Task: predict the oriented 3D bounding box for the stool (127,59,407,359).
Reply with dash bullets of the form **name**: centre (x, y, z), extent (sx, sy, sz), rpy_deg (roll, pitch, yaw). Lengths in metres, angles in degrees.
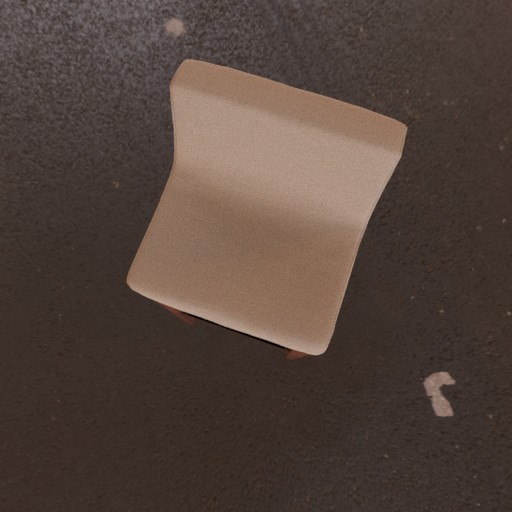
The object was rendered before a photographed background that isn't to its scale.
- **stool**: centre (0.000, 0.000, 1.355), extent (0.511, 1.037, 0.500), rpy_deg (19, 75, 5)
